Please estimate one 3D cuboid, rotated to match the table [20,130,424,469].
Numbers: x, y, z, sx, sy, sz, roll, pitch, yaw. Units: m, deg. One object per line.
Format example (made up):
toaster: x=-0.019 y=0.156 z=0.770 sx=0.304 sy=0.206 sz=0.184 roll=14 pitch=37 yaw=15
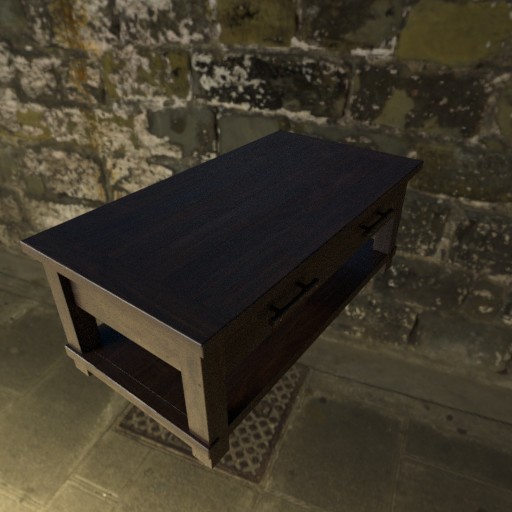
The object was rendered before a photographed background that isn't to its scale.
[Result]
table: x=0.000 y=0.000 z=1.604 sx=0.700 sy=0.494 sz=1.270 roll=22 pitch=39 yaw=30
